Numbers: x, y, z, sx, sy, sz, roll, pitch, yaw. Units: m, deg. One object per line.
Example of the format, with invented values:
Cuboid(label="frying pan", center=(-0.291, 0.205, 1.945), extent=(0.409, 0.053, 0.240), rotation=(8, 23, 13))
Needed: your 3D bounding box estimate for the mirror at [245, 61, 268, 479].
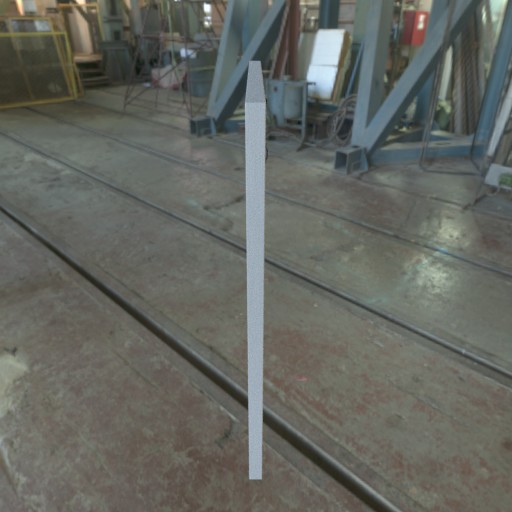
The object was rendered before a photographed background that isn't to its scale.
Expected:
Cuboid(label="mirror", center=(0.000, 0.000, 1.338), extent=(0.040, 1.016, 0.762), rotation=(0, 29, 0))
